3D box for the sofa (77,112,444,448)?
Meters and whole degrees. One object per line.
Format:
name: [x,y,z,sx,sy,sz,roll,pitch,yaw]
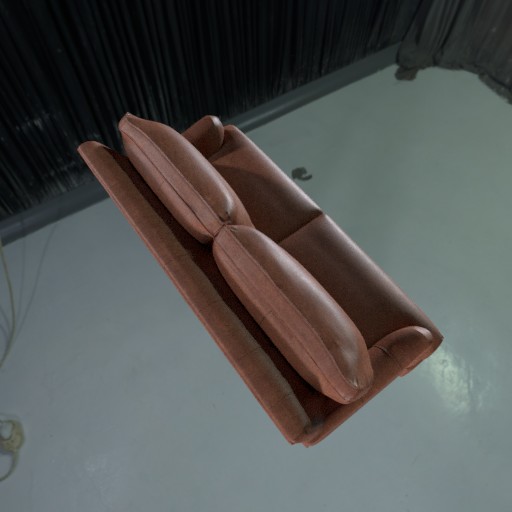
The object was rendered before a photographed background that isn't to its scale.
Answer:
sofa: [0.000,0.000,2.742,1.147,1.071,2.144,-32,64,-18]
